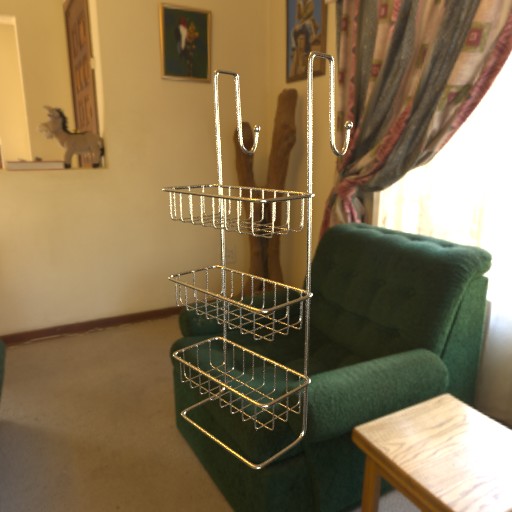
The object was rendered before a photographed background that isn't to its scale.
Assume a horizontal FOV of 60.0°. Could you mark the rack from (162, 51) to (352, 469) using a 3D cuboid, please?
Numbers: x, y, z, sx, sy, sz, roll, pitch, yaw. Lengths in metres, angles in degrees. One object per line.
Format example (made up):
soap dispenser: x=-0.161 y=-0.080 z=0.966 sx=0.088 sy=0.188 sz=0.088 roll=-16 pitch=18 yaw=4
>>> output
rack: x=0.000 y=0.000 z=0.699 sx=0.202 sy=0.574 sz=0.228 roll=-13 pitch=19 yaw=-43
